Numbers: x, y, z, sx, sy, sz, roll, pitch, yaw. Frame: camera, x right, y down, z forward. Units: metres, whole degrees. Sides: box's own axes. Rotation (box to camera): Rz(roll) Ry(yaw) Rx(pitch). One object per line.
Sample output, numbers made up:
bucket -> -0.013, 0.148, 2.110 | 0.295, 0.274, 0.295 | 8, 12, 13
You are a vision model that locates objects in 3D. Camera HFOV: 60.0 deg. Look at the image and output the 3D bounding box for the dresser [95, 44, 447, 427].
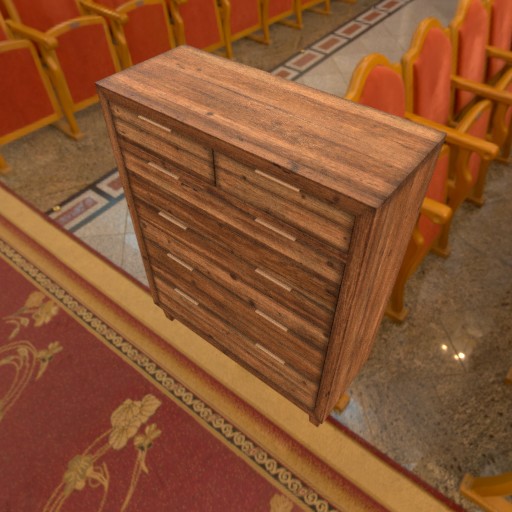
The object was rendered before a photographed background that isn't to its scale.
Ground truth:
dresser -> 0.000, 0.000, 1.883 | 1.067, 1.359, 0.438 | 30, 53, 26
